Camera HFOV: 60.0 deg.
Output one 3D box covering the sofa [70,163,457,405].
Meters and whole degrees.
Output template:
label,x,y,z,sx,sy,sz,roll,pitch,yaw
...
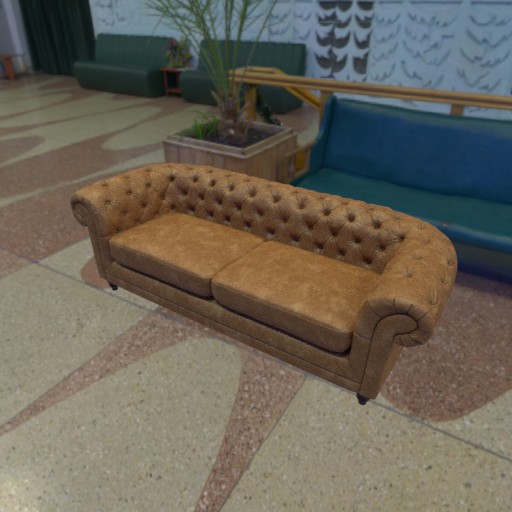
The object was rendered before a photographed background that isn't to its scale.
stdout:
label,x,y,z,sx,sy,sz,roll,pitch,yaw
sofa,0.000,0.000,2.850,2.365,0.760,0.989,18,35,28
